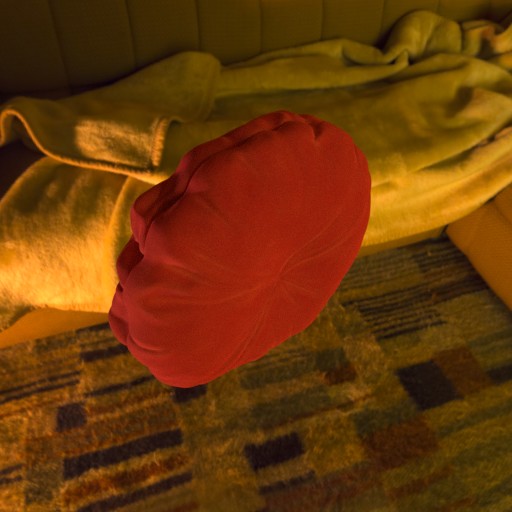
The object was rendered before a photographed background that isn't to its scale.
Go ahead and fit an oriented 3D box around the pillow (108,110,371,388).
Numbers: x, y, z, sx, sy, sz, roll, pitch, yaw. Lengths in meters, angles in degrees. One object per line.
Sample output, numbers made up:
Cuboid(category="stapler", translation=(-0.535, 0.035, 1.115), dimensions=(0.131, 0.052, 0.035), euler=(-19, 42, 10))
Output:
Cuboid(category="pillow", translation=(0.000, 0.000, 0.631), dimensions=(0.428, 0.407, 0.148), euler=(-30, 53, -26))
